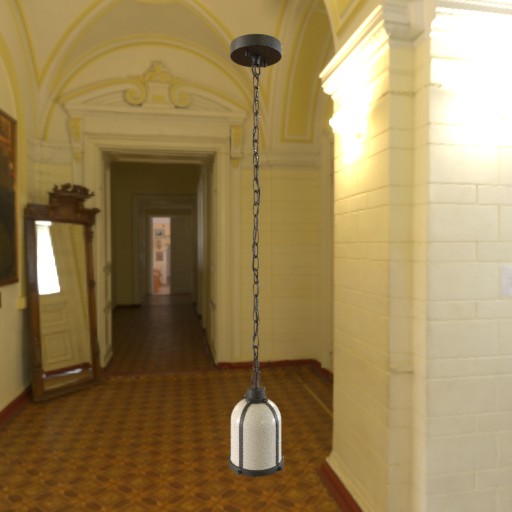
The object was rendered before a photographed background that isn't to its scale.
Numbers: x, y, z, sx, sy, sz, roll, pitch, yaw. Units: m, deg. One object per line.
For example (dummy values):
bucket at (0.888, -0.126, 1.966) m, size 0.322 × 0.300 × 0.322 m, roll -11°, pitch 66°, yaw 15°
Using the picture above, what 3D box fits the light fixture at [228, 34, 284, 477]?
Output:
light fixture at (0.000, 0.000, 1.257) m, size 0.178 × 1.181 × 0.178 m, roll 1°, pitch 1°, yaw 35°
